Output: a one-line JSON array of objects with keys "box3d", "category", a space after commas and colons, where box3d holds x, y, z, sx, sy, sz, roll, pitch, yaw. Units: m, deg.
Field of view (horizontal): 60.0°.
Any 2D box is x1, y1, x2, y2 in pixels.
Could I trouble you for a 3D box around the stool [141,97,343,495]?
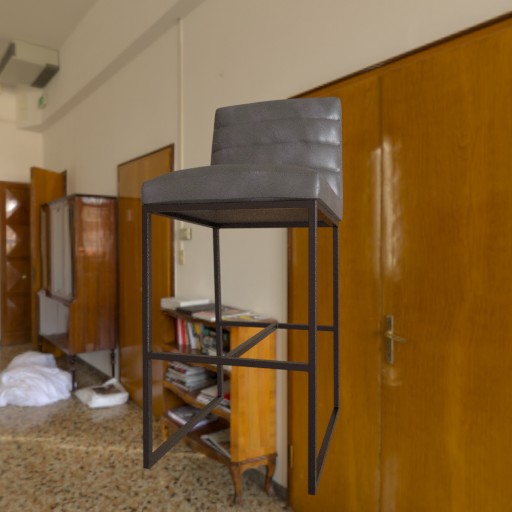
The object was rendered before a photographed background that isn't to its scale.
[{"box3d": [0.000, 0.000, 1.306, 0.463, 1.065, 0.562, 0, 1, 16], "category": "stool"}]
